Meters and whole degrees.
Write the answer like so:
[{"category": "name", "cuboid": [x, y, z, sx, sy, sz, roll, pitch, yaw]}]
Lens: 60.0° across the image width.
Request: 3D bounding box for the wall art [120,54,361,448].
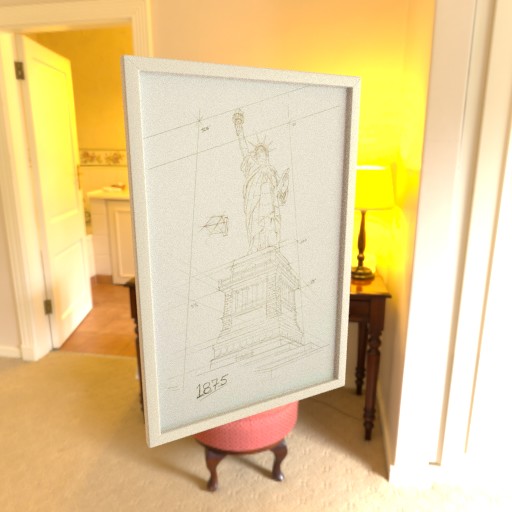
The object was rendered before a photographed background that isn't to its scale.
[{"category": "wall art", "cuboid": [0.000, 0.000, 1.496, 0.808, 1.183, 0.038, -8, 16, -28]}]
